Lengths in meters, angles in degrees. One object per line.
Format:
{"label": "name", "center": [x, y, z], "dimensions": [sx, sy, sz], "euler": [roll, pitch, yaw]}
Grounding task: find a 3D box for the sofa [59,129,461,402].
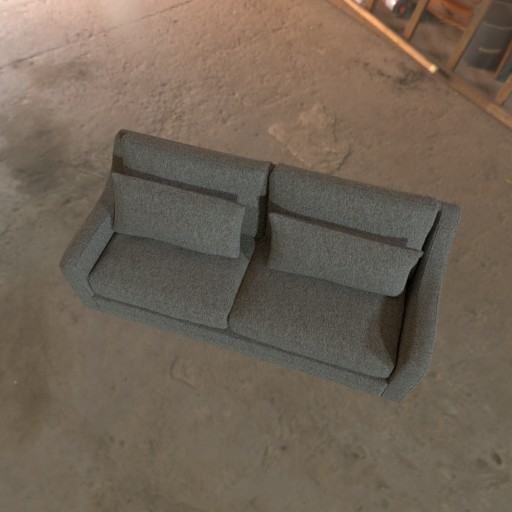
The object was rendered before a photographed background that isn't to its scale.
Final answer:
{"label": "sofa", "center": [0.000, 0.000, 3.015], "dimensions": [2.418, 0.998, 1.103], "euler": [15, 59, 9]}
